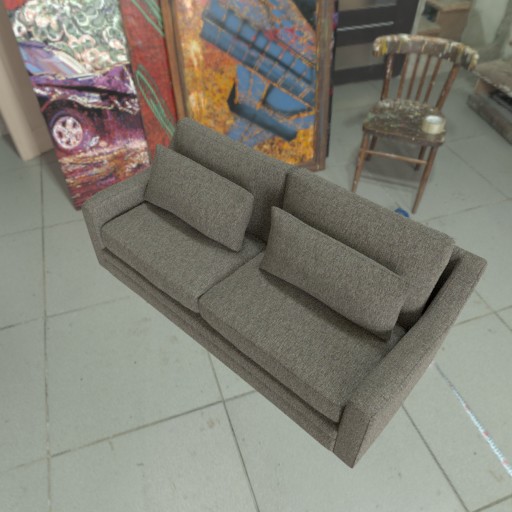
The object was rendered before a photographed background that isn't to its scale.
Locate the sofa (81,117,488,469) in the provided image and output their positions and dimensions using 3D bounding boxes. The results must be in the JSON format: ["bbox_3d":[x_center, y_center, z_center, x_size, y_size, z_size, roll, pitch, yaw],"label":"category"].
[{"bbox_3d":[0.000,0.000,2.900,2.418,0.998,1.103,32,54,27],"label":"sofa"}]
